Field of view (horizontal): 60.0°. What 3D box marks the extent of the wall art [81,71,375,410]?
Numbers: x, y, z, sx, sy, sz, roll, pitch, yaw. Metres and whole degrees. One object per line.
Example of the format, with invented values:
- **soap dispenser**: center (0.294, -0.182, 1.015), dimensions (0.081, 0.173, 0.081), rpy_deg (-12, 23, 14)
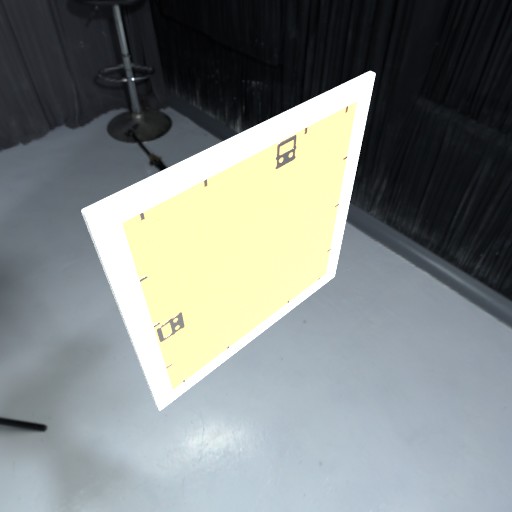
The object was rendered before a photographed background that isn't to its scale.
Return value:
- **wall art**: center (0.000, 0.000, 0.904), dimensions (0.584, 0.584, 0.013), rpy_deg (-33, 56, -27)
